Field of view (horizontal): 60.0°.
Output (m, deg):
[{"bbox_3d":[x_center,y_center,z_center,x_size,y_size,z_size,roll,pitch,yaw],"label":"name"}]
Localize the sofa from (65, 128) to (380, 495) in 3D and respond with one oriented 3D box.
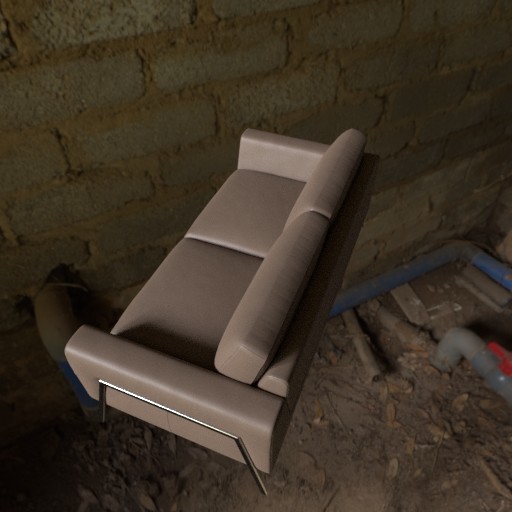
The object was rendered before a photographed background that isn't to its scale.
[{"bbox_3d":[0.000,0.000,2.498,0.953,0.875,2.017,16,47,16],"label":"sofa"}]
